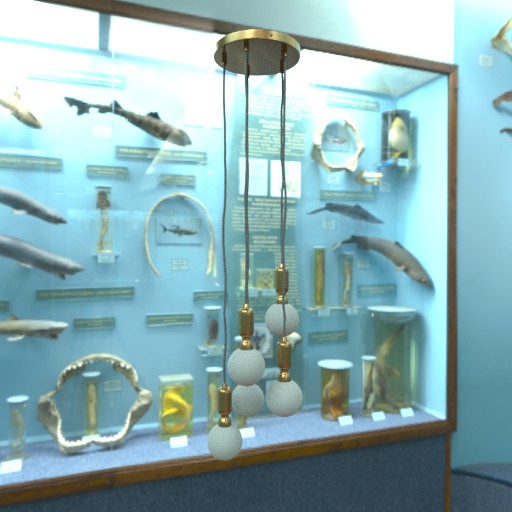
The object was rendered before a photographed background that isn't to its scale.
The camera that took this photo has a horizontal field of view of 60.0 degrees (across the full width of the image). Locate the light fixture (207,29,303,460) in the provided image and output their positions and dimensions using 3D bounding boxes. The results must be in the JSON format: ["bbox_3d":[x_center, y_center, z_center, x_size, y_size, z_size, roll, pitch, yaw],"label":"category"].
[{"bbox_3d":[0.000,0.000,0.499,0.108,0.457,0.105,0,1,-18],"label":"light fixture"}]
